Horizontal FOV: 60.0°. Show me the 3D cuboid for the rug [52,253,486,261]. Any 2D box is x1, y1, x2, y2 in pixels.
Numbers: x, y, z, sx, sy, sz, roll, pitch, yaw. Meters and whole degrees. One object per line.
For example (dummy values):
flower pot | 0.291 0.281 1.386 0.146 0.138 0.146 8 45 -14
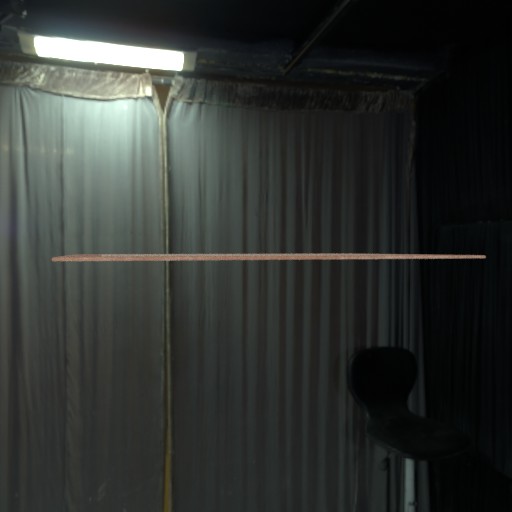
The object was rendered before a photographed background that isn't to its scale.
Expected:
rug | 0.000 0.000 2.322 1.829 0.014 1.219 0 1 -19
